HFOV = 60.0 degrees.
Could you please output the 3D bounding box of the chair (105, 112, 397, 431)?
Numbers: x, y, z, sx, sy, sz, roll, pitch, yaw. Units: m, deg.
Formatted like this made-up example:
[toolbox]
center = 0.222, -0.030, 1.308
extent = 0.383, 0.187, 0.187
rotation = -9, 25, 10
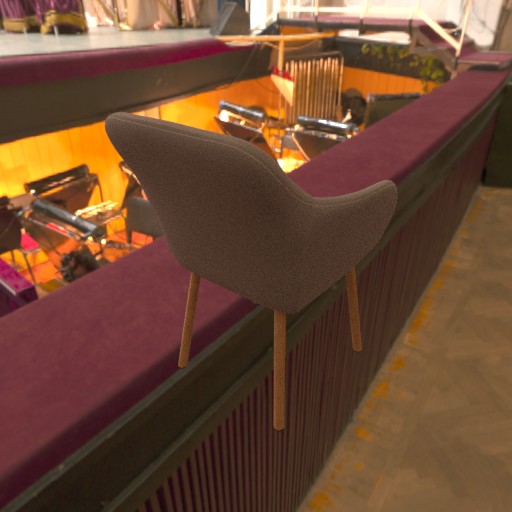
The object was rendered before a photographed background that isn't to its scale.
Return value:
[chair]
center = 0.000, 0.000, 1.214
extent = 0.570, 0.830, 0.590
rotation = 22, 37, 32
